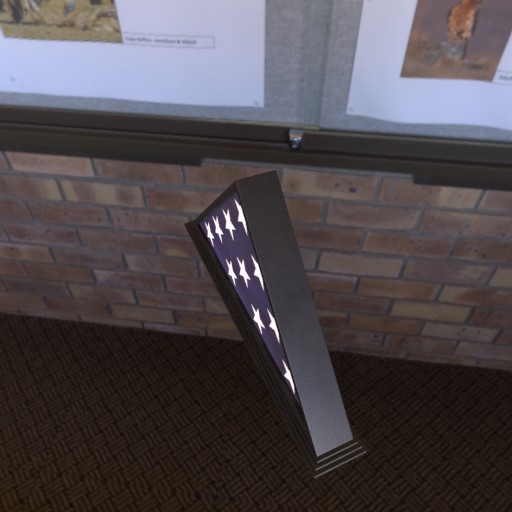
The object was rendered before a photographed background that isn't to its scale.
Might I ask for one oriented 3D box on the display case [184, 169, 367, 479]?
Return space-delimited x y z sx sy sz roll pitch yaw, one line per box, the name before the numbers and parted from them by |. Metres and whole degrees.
display case | 0.000 0.000 0.773 0.095 0.340 0.640 -18 48 -17
